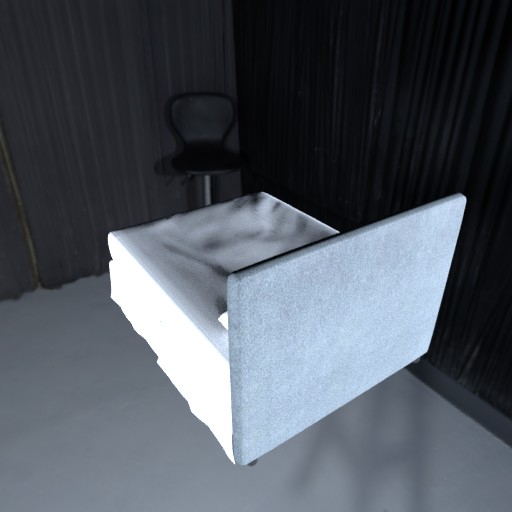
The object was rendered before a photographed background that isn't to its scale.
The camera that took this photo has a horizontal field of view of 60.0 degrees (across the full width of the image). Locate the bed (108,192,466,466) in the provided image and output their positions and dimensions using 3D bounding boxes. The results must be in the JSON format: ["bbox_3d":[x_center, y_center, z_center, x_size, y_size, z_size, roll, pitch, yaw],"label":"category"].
[{"bbox_3d":[0.000,0.000,3.314,1.713,1.330,2.142,-19,35,-30],"label":"bed"}]
